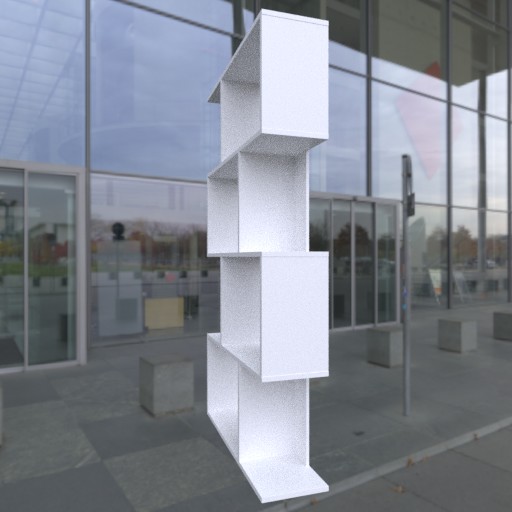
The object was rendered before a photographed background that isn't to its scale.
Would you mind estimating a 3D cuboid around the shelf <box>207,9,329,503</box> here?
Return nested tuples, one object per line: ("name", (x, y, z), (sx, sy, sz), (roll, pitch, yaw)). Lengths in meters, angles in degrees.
("shelf", (0.000, 0.000, 1.940), (0.250, 1.650, 0.890), (0, 0, -18))
